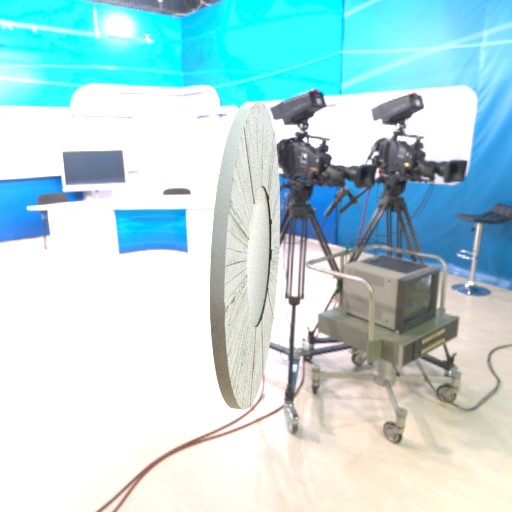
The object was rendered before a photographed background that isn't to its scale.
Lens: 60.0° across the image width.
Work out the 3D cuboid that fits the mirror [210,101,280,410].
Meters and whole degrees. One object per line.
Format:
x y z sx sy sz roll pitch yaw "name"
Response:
0.000 0.000 1.390 0.038 0.914 0.914 3 16 10 "mirror"
